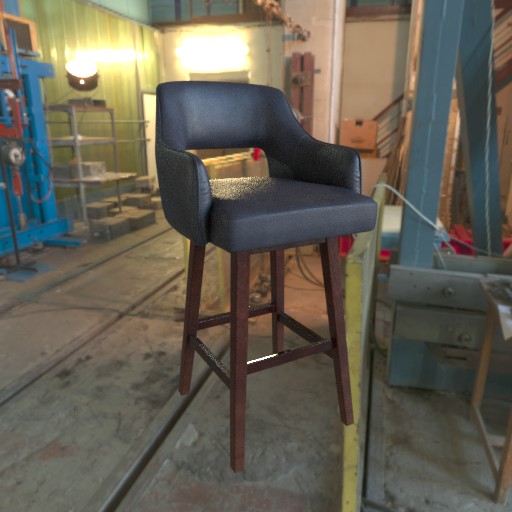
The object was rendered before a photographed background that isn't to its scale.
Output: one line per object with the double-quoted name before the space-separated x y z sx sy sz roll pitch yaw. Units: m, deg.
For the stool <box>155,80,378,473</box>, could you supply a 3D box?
"stool" 0.000 0.000 1.365 0.550 1.041 0.560 -9 19 -28
